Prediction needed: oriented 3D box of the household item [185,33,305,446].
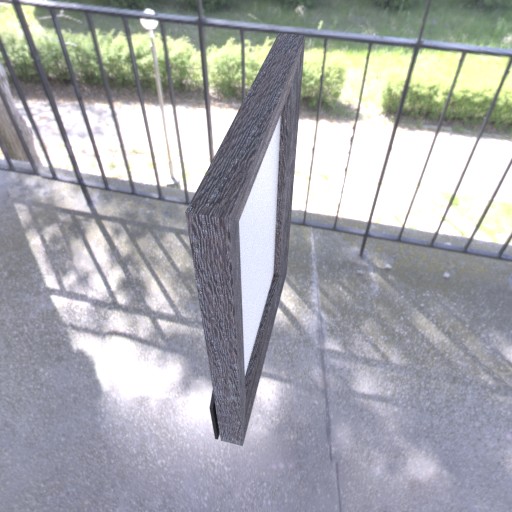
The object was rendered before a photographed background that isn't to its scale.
[{"bbox_3d":[0.000,0.000,0.281,0.020,0.210,0.160,10,48,9],"label":"household item"}]
